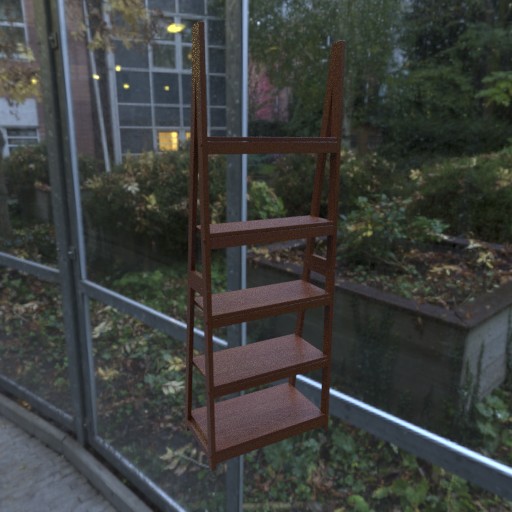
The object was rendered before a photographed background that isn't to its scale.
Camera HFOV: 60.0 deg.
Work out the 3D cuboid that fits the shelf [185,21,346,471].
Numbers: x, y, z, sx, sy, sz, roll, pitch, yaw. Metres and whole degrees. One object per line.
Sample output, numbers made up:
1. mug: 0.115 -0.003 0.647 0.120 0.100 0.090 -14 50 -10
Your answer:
1. shelf: 0.000 0.000 2.000 0.630 1.780 0.356 -8 16 -27
